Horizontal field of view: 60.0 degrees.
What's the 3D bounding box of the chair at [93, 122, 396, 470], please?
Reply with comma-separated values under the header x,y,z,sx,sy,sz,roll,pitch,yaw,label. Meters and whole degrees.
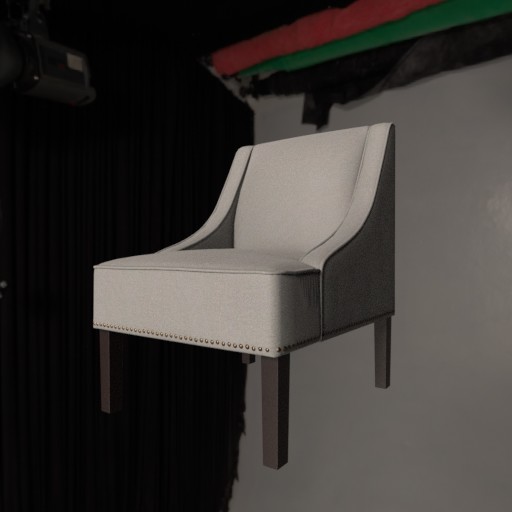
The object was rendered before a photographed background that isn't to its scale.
x,y,z,sx,sy,sz,roll,pitch,yaw,label
0.000,0.000,1.349,0.631,0.867,0.747,0,1,35,chair
